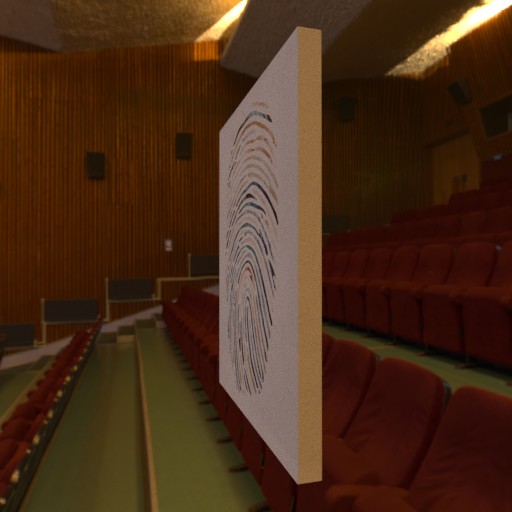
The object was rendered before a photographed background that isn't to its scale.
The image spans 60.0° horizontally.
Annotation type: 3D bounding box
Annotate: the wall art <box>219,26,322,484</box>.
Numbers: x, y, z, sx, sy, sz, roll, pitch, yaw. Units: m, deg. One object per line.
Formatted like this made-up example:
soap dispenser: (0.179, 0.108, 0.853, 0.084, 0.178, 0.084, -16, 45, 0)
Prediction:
wall art: (0.000, 0.000, 0.834, 0.037, 0.606, 0.508, 0, 0, -17)
